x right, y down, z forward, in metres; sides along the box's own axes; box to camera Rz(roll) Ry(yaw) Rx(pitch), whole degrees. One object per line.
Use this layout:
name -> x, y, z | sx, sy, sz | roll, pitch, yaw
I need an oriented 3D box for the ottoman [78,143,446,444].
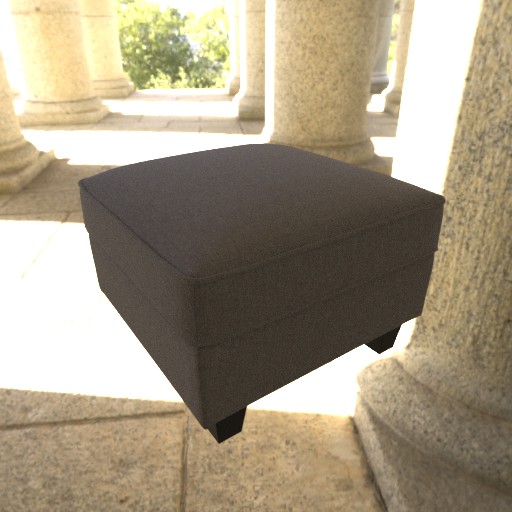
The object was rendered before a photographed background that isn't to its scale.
ottoman -> 0.000, 0.000, 1.430 | 0.871, 0.612, 0.808 | -18, 32, -31
